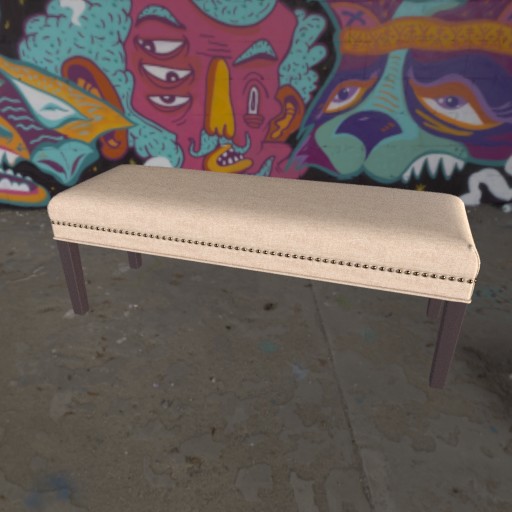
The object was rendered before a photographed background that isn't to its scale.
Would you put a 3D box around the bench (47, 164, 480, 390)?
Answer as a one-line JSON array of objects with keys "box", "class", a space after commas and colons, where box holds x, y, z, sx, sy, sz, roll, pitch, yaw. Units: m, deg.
[{"box": [0.000, 0.000, 1.433, 1.219, 0.457, 0.410, 8, 28, 16], "class": "bench"}]
